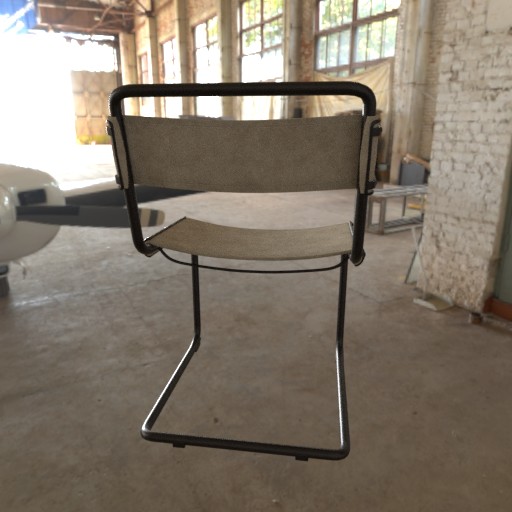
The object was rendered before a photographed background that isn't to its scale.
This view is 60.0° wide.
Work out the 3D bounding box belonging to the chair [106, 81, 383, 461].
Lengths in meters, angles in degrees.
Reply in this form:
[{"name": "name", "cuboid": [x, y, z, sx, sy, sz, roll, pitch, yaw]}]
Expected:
[{"name": "chair", "cuboid": [0.000, 0.000, 1.075, 0.499, 0.747, 0.497, 2, 17, 8]}]
